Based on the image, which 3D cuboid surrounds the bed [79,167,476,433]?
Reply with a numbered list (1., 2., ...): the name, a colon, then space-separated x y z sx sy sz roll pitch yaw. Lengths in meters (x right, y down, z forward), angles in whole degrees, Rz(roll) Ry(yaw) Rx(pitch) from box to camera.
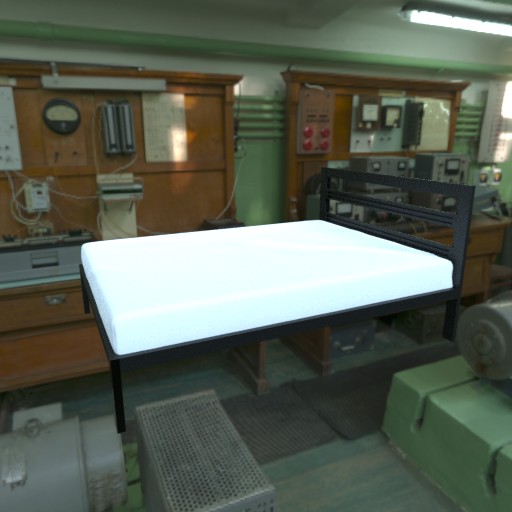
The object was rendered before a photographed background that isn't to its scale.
1. bed: 0.000 0.000 2.884 2.062 0.967 1.524 -7 17 -25
